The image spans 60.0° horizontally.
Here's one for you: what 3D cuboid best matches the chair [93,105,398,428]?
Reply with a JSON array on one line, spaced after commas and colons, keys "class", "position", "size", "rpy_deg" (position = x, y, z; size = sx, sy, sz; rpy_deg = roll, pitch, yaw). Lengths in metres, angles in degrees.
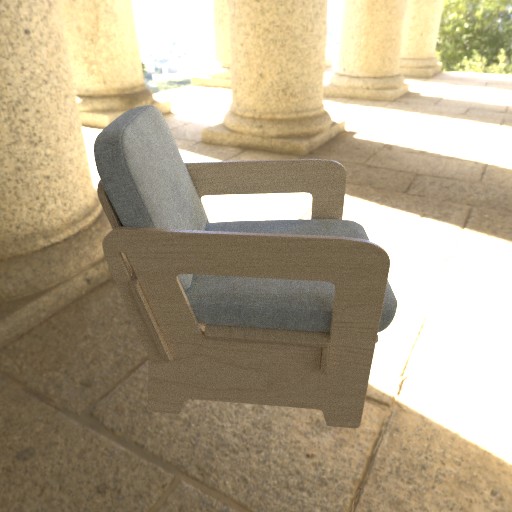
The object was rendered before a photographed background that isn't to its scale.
[{"class": "chair", "position": [0.000, 0.000, 1.285], "size": [0.710, 0.800, 0.590], "rpy_deg": [0, 30, 1]}]
